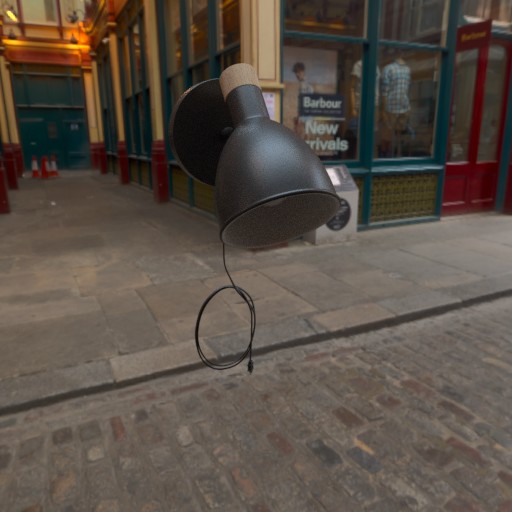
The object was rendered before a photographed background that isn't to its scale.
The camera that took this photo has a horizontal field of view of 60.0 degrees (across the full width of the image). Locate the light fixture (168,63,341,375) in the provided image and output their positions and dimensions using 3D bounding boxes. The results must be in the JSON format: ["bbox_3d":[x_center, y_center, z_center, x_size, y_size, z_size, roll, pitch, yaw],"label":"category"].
[{"bbox_3d":[0.000,0.000,0.489,0.127,0.401,0.203,-7,17,-26],"label":"light fixture"}]
